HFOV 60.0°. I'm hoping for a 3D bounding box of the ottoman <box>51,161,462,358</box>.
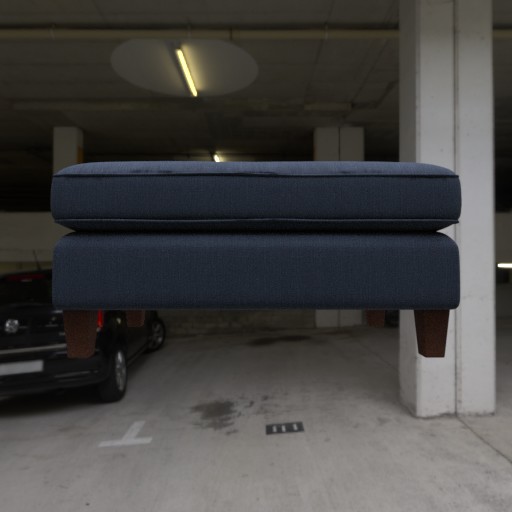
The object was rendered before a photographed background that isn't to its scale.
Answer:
[{"bbox_3d":[0.000,0.000,1.192,0.885,0.438,0.570,0,-1,0],"label":"ottoman"}]
